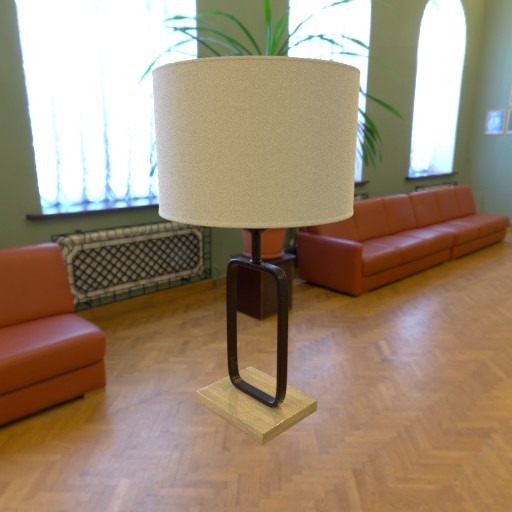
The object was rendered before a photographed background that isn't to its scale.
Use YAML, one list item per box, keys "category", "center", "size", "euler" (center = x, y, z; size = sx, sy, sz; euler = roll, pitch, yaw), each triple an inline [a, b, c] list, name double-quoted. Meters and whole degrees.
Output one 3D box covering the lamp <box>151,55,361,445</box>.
- category: "lamp"
  center: [0.000, 0.000, 0.667]
  size: [0.279, 0.508, 0.279]
  euler: [-13, 19, -42]
